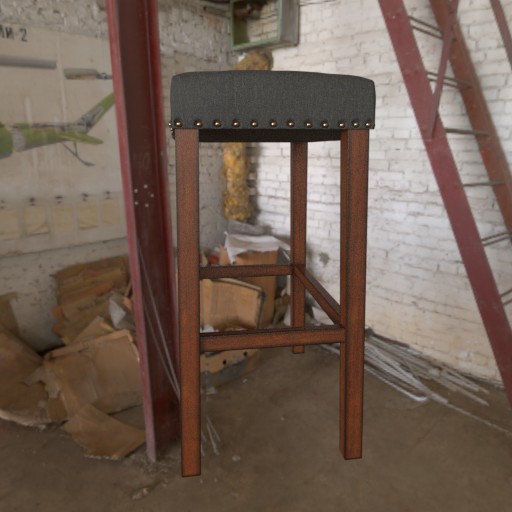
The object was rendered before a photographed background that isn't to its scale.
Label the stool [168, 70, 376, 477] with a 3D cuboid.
[{"bbox_3d":[0.000,0.000,1.030,0.366,0.748,0.502,-2,15,-8],"label":"stool"}]
